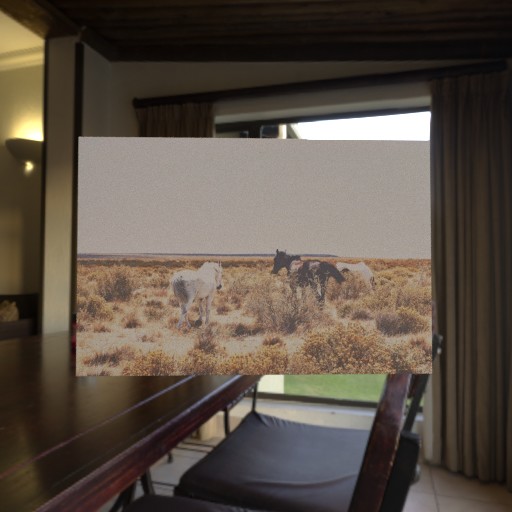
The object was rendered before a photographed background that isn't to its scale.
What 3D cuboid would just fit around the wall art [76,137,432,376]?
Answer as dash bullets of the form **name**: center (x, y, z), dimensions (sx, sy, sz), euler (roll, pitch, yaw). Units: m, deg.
- **wall art**: center (0.000, 0.000, 1.927), dimensions (1.520, 1.016, 0.051), euler (0, -2, -2)
